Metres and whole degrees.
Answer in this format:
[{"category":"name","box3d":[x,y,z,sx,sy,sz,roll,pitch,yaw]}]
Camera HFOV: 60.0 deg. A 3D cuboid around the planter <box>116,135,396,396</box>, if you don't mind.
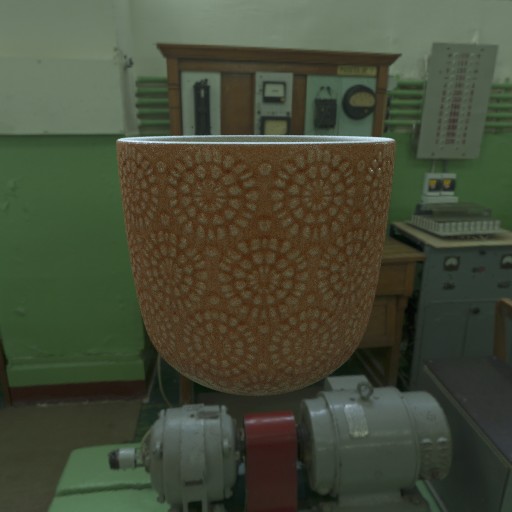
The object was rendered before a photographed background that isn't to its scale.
[{"category":"planter","box3d":[0.000,0.000,0.369,0.208,0.190,0.208,0,16,0]}]
